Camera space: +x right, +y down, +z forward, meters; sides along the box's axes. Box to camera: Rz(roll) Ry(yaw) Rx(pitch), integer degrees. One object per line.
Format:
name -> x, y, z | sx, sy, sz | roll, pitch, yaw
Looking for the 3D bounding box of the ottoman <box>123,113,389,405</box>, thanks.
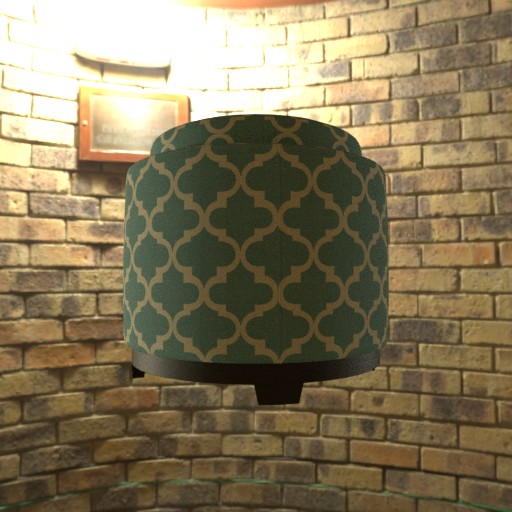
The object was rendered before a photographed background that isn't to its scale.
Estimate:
ottoman -> 0.000, 0.000, 0.836 | 0.480, 0.429, 0.480 | 0, -3, 0
